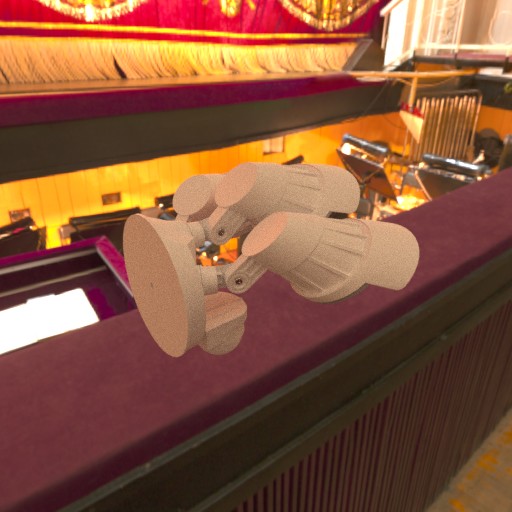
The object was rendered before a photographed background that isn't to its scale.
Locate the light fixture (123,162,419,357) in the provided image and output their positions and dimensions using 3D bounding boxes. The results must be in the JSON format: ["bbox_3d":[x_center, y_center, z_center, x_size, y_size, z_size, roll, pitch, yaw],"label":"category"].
[{"bbox_3d":[0.000,0.000,0.555,0.278,0.237,0.369,-18,32,-32],"label":"light fixture"}]
